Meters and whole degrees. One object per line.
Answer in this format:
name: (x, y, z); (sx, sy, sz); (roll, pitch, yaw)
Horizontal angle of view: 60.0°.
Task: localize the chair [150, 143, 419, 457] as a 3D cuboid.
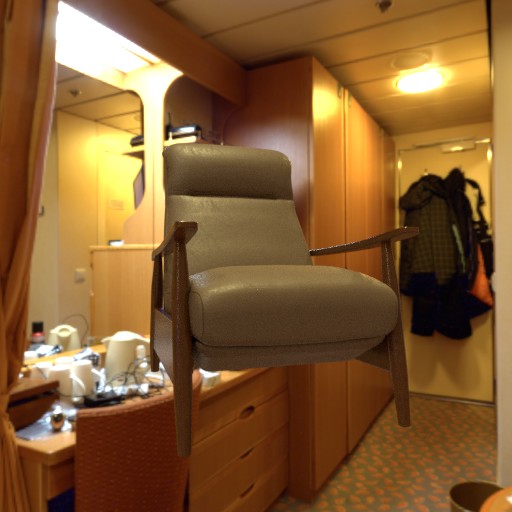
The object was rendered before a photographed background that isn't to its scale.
chair: (0.000, 0.000, 1.751); (0.762, 1.082, 1.014); (0, 0, -18)
